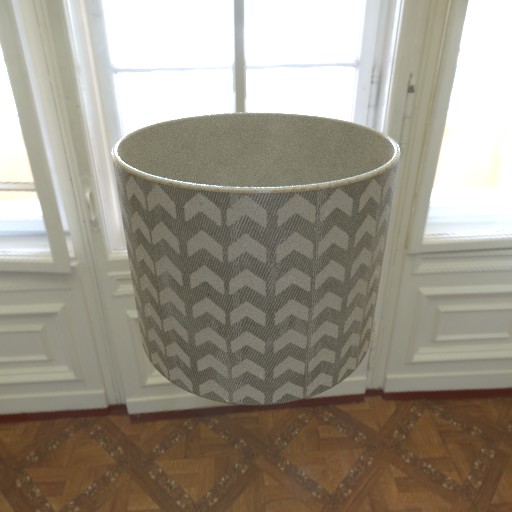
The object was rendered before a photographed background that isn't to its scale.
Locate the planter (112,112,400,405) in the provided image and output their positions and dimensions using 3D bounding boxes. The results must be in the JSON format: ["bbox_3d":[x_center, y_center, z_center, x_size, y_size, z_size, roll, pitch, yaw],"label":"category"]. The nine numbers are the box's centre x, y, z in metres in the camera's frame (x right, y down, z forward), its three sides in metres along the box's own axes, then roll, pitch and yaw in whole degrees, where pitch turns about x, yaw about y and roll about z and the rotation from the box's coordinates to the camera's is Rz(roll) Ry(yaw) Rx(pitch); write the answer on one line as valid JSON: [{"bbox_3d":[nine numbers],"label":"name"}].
[{"bbox_3d":[0.000,0.000,0.456,0.250,0.239,0.250,0,29,0],"label":"planter"}]
